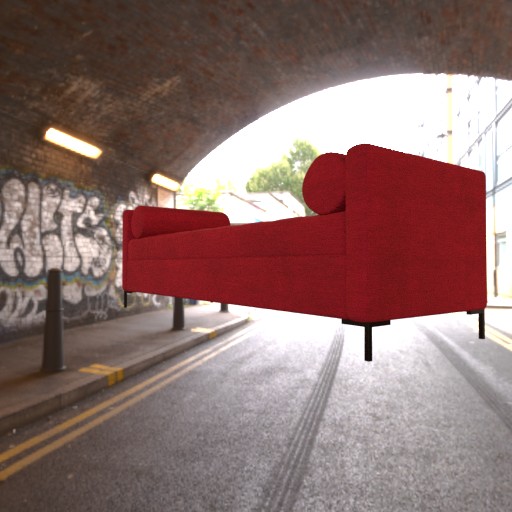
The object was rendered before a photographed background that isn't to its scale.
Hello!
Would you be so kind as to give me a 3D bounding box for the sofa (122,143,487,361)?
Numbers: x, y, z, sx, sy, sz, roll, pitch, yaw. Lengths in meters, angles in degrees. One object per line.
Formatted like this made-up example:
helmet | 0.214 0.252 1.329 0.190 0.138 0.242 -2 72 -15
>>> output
sofa | 0.000 0.000 2.237 0.686 0.635 1.981 1 -1 -36
